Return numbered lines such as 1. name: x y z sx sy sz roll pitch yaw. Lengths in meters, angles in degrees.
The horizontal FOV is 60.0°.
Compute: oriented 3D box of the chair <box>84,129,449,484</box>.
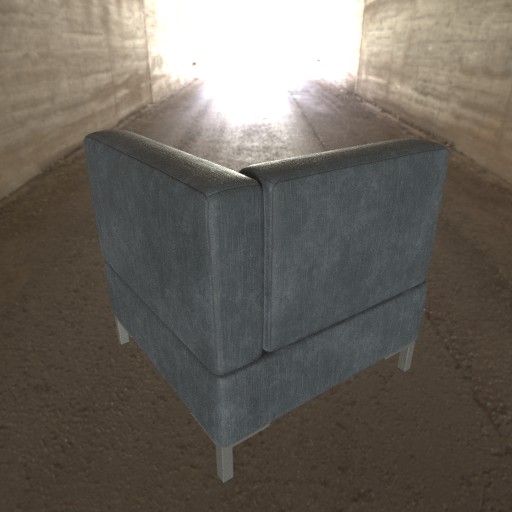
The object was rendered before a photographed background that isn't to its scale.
1. chair: 0.000 0.000 1.216 0.680 0.660 0.680 -17 30 -32
